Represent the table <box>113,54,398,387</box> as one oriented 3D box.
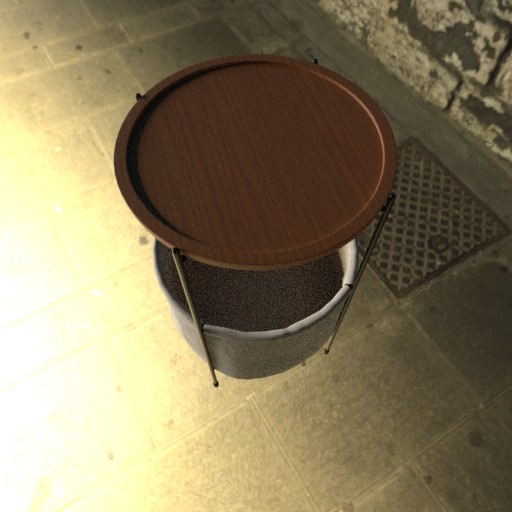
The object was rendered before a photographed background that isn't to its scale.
[{"bbox_3d":[0.000,0.000,0.876,0.393,0.623,0.393,-14,61,-8],"label":"table"}]
